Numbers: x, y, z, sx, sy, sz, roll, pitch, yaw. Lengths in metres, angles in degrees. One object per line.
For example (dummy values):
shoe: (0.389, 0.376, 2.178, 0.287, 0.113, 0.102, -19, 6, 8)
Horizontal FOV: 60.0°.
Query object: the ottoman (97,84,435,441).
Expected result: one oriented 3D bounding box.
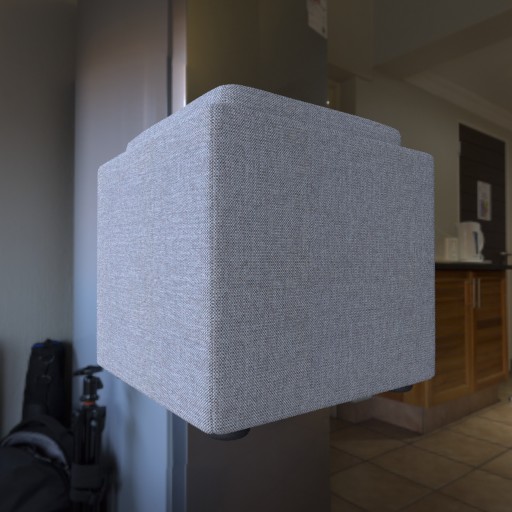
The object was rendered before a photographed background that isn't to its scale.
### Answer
ottoman: (0.000, 0.000, 0.811, 0.450, 0.460, 0.450, 1, -1, -36)
